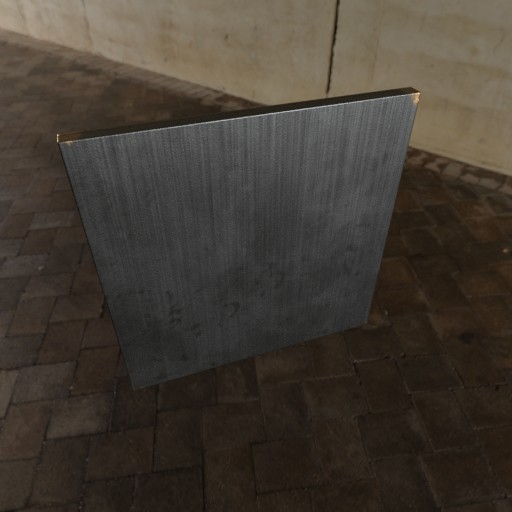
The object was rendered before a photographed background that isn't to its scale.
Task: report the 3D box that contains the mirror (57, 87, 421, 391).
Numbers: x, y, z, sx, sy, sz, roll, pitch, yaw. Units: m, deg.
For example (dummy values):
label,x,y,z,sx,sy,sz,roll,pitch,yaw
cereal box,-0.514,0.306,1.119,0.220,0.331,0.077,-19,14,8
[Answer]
label,x,y,z,sx,sy,sz,roll,pitch,yaw
mirror,0.000,0.000,0.570,0.382,0.381,0.020,-13,41,-15
